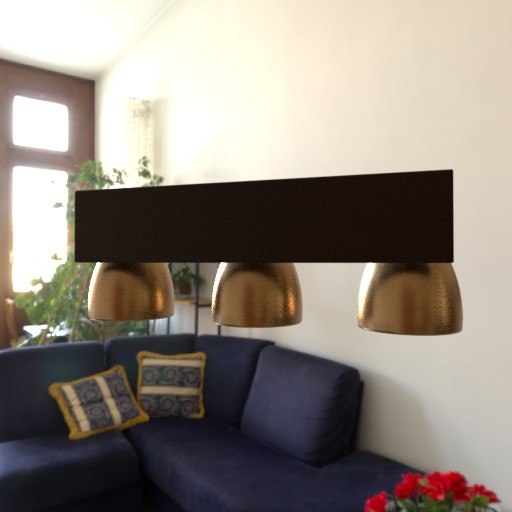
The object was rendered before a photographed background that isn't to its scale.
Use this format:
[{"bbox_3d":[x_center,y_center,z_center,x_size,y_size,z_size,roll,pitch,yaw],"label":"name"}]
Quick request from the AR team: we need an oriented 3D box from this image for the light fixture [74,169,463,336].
[{"bbox_3d":[0.000,0.000,0.681,0.582,0.204,0.157,0,-1,17],"label":"light fixture"}]
